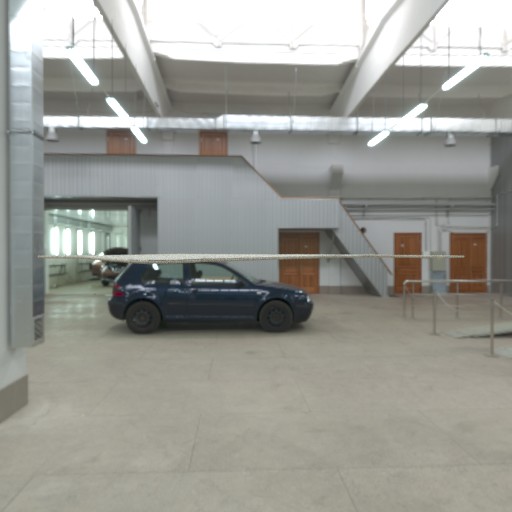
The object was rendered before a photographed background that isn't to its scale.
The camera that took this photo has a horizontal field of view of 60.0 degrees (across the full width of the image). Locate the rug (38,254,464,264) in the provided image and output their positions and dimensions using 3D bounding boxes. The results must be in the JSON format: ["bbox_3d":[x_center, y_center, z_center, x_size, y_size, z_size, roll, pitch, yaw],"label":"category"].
[{"bbox_3d":[0.000,0.000,2.880,2.264,0.030,1.624,0,1,-38],"label":"rug"}]
